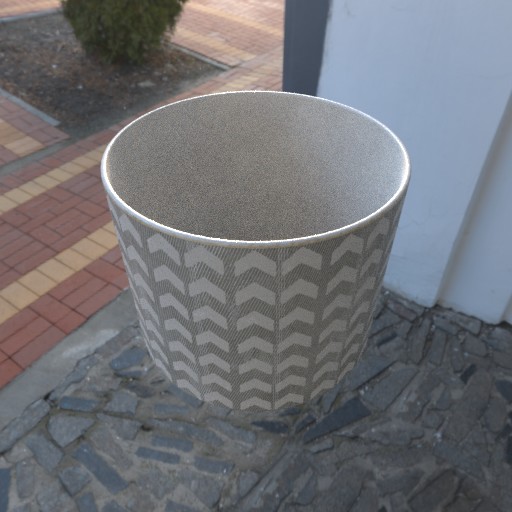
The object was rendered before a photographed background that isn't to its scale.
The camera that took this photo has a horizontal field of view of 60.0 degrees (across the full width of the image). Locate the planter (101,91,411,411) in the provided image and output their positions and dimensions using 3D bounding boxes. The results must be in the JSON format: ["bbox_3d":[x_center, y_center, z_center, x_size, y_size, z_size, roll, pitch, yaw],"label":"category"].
[{"bbox_3d":[0.000,0.000,0.339,0.190,0.181,0.190,0,41,0],"label":"planter"}]
